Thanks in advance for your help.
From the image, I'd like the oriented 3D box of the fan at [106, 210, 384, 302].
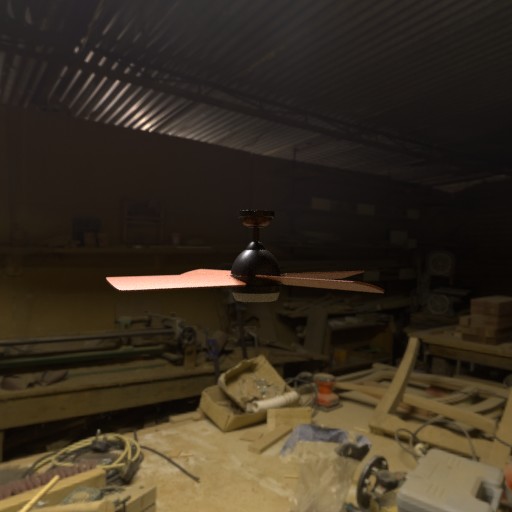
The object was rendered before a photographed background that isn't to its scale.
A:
[{"bbox_3d":[0.000,0.000,2.023,1.332,0.403,1.332,0,0,-36],"label":"fan"}]
